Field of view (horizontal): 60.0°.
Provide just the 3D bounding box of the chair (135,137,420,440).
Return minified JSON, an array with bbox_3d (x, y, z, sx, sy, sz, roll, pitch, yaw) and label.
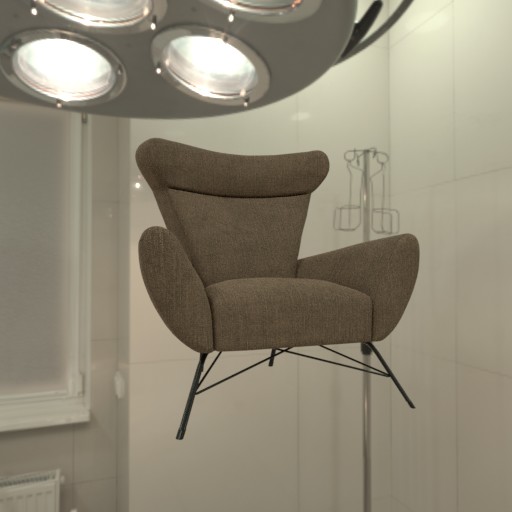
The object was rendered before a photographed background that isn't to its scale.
[{"bbox_3d":[0.000,0.000,1.790,0.980,1.040,0.900,0,-1,-20],"label":"chair"}]
